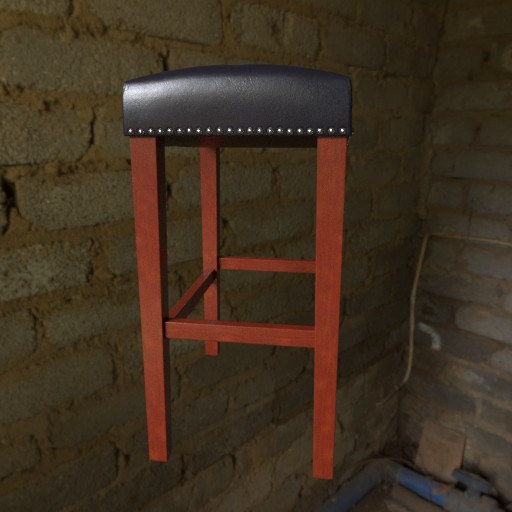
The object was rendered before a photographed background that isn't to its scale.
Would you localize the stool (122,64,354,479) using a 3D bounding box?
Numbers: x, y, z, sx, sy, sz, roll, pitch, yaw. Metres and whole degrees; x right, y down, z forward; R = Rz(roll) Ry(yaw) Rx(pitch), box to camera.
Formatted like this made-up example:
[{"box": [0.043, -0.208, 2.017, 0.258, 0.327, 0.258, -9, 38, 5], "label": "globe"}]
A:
[{"box": [0.000, 0.000, 0.999, 0.372, 0.742, 0.504, 2, 15, 8], "label": "stool"}]
